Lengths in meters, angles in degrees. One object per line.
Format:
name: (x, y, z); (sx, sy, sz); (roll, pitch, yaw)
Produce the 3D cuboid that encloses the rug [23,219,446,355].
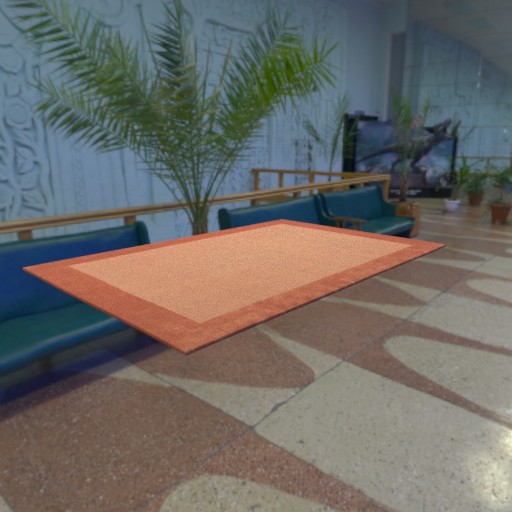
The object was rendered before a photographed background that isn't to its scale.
rug: (0.000, 0.000, 2.262); (1.219, 0.014, 1.829); (13, 20, 42)
